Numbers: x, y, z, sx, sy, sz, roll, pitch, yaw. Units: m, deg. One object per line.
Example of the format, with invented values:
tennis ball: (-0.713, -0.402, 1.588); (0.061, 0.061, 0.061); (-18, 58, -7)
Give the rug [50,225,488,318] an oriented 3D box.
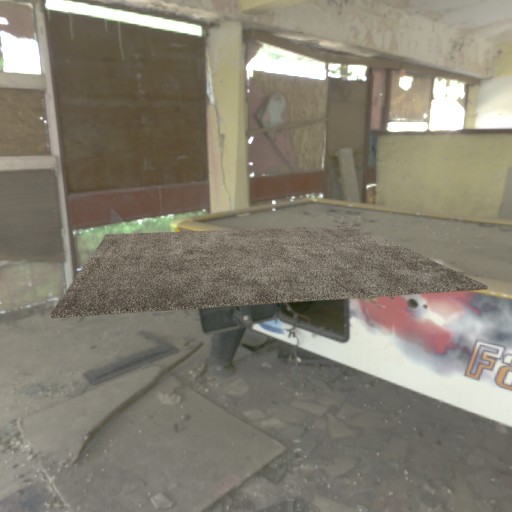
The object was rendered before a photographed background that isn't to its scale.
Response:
rug: (0.000, 0.000, 4.098); (3.000, 0.025, 2.401); (-3, 15, -10)
